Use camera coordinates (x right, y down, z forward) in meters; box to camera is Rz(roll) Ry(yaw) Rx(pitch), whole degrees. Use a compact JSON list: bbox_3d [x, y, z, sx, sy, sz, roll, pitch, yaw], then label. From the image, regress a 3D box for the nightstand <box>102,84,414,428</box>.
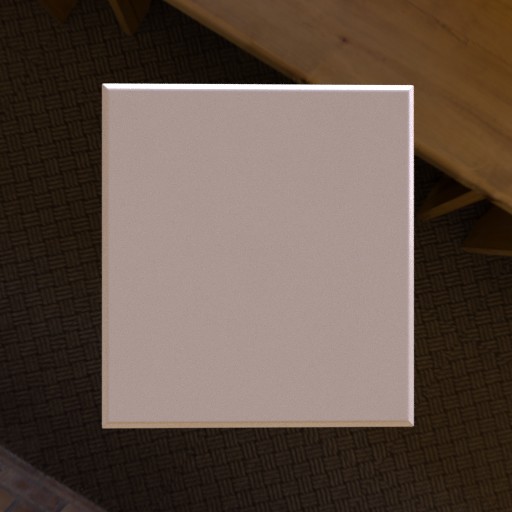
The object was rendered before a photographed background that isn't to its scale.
[{"bbox_3d":[0.000,0.000,0.924,0.459,0.555,0.505,0,90,-1],"label":"nightstand"}]
